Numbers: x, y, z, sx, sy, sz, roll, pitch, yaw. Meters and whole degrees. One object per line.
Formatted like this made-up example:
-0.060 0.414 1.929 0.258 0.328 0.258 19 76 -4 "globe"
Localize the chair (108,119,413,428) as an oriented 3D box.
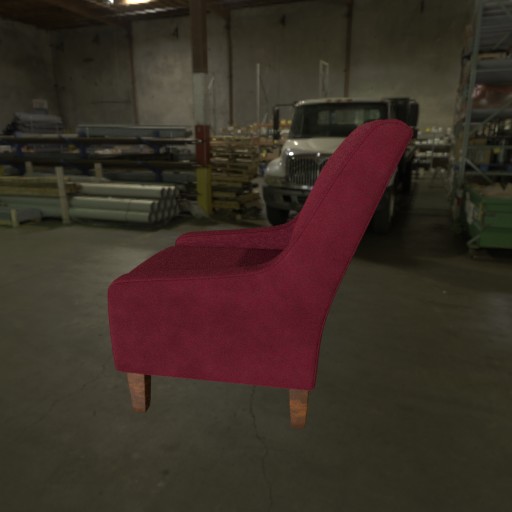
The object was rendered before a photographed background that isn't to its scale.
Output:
0.000 0.000 1.753 0.985 1.017 0.793 2 15 9 "chair"
